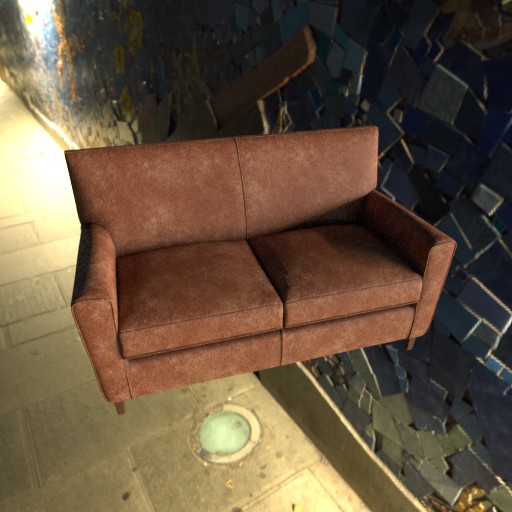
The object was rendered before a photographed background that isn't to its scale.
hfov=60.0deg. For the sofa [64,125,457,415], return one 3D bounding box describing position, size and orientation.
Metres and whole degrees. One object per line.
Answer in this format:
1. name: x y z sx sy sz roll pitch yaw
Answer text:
1. sofa: 0.000 0.000 1.968 1.473 0.871 0.787 -9 32 -14
